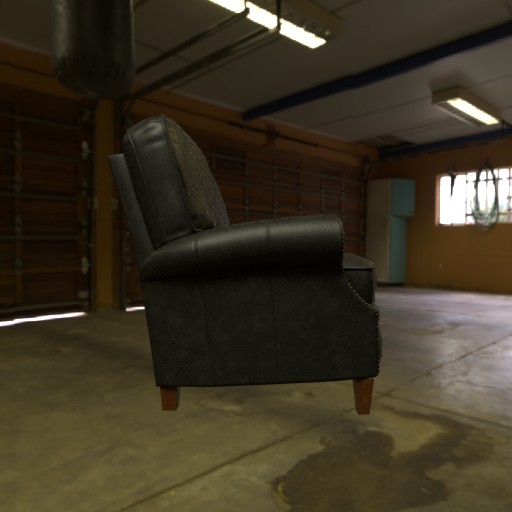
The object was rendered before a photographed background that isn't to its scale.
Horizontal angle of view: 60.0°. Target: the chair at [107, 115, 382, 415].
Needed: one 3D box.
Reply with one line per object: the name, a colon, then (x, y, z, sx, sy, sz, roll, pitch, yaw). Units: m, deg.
chair: (0.000, 0.000, 1.810, 0.986, 1.018, 0.936, 0, 1, 1)
